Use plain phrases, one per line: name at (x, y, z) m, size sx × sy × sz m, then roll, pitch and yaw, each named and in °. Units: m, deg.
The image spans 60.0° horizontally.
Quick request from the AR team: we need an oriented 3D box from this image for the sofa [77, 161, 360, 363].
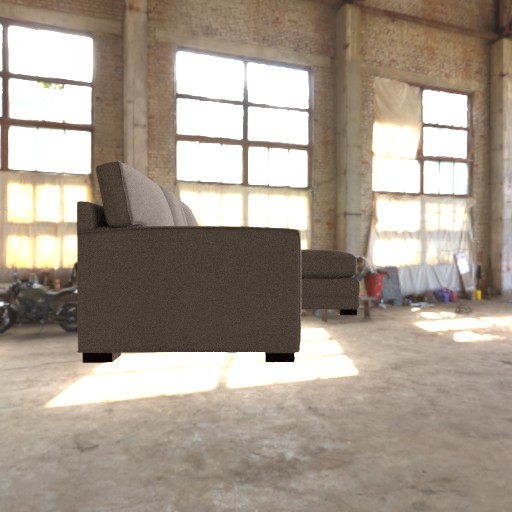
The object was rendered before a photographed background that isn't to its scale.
sofa at (0.000, 0.000, 2.866) m, size 1.496 × 0.861 × 2.087 m, roll 0°, pitch 1°, yaw 0°
